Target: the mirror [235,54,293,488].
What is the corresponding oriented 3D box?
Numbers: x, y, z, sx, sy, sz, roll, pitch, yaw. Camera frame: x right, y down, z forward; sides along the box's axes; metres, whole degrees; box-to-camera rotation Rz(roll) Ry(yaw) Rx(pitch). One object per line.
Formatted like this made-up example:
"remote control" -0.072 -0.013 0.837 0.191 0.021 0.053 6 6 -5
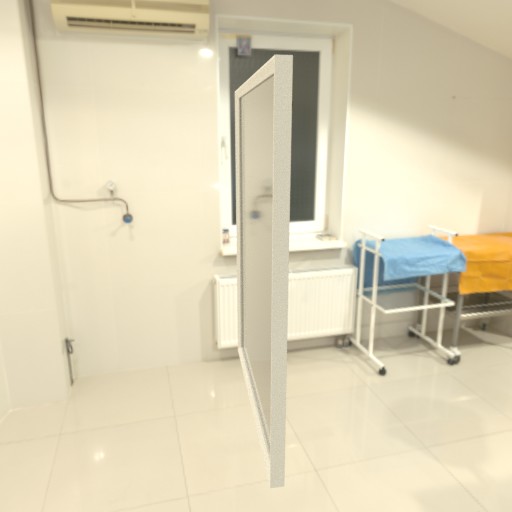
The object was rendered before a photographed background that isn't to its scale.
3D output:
"mirror" 0.000 0.000 1.359 0.041 1.016 0.762 -2 15 -8
